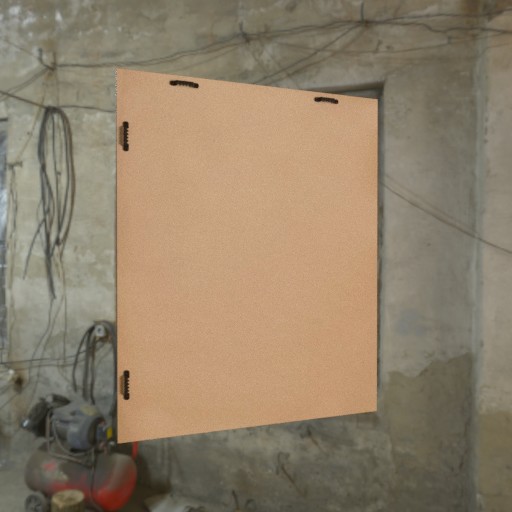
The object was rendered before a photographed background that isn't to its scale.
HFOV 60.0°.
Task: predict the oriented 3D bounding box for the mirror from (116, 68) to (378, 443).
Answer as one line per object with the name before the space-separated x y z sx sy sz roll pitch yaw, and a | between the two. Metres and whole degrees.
mirror | 0.000 0.000 0.676 0.406 0.509 0.041 0 1 -18
